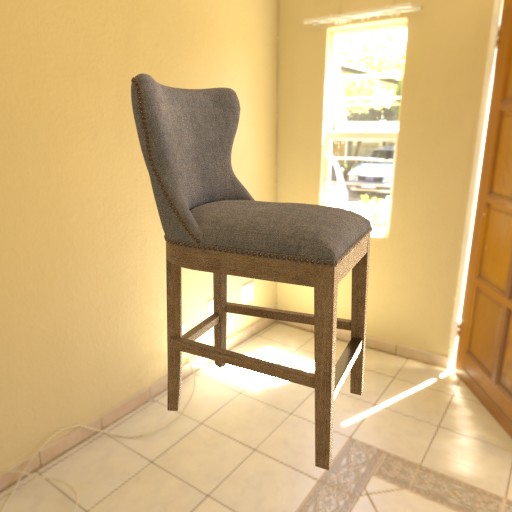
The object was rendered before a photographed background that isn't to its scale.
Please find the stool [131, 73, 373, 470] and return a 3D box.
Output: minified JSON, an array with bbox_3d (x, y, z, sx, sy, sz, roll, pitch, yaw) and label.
[{"bbox_3d":[0.000,0.000,1.310,0.608,0.981,0.498,7,17,24],"label":"stool"}]
